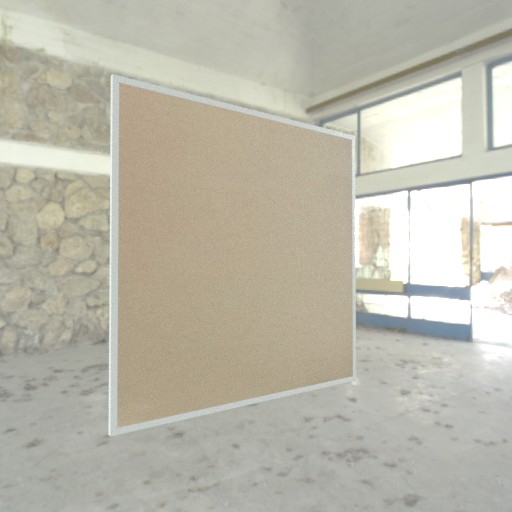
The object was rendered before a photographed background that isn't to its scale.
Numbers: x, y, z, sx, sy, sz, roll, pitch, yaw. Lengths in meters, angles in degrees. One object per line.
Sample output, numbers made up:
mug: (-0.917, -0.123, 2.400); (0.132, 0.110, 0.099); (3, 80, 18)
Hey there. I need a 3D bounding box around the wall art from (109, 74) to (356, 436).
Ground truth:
wall art: (0.000, 0.000, 1.234); (0.809, 0.809, 0.012); (1, -1, -36)
